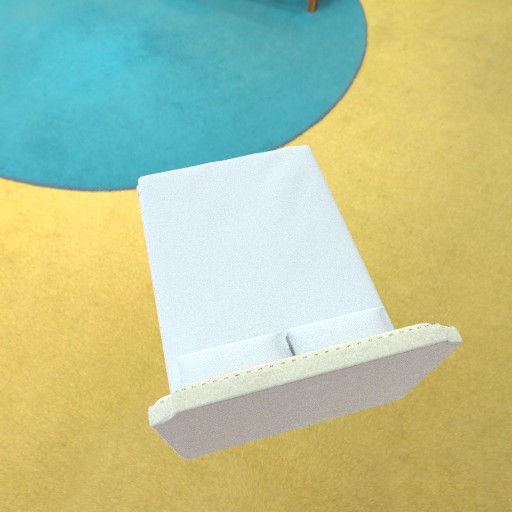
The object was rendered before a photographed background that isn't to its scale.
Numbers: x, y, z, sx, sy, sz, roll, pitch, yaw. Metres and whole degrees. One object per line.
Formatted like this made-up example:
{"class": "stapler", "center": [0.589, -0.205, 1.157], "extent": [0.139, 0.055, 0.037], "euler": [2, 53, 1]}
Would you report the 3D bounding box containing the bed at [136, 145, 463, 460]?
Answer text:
{"class": "bed", "center": [0.000, 0.000, 3.411], "extent": [1.713, 1.457, 2.381], "euler": [-13, 59, -8]}
